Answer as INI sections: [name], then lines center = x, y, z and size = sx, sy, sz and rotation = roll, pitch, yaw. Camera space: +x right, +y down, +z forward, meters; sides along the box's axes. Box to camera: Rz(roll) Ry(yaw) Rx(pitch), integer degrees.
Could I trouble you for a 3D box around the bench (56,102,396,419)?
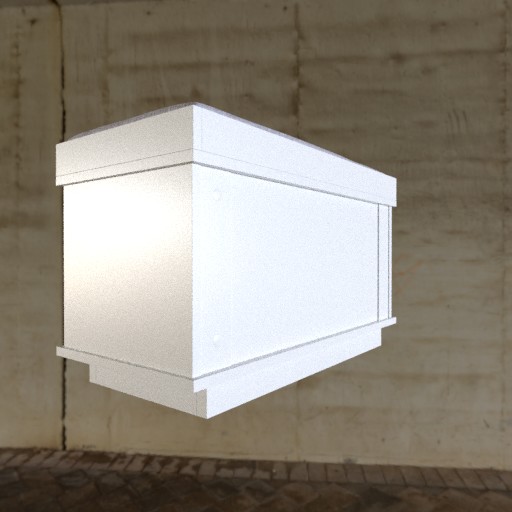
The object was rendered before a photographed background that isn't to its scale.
[bench]
center = 0.000, 0.000, 0.983
size = 0.362, 0.461, 0.734
rotation = 0, 1, 38
